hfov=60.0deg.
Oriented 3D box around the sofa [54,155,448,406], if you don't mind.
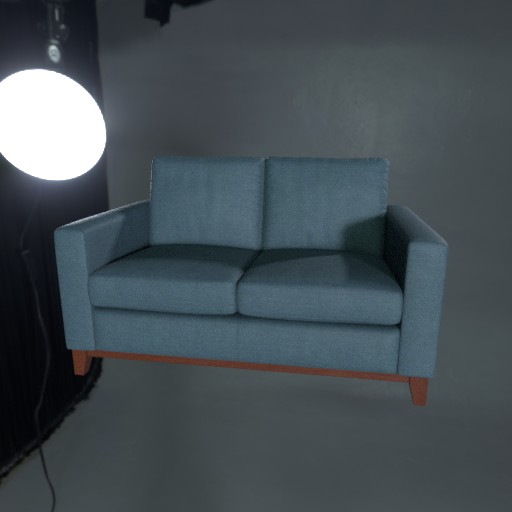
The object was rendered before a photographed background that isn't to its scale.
[{"bbox_3d":[0.000,0.000,2.094,1.489,0.903,0.955,2,15,9],"label":"sofa"}]
